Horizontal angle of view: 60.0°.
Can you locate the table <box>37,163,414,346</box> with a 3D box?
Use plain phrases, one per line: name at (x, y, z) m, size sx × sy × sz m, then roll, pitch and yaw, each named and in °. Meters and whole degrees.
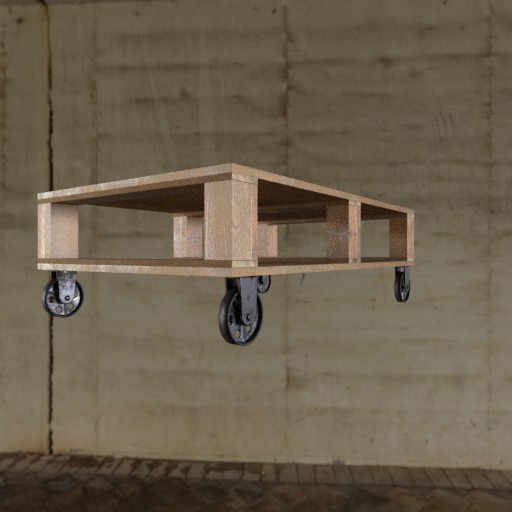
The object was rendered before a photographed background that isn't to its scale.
table at (0.000, 0.000, 1.735) m, size 0.827 × 0.413 × 1.299 m, roll 0°, pitch 0°, yaw 36°
